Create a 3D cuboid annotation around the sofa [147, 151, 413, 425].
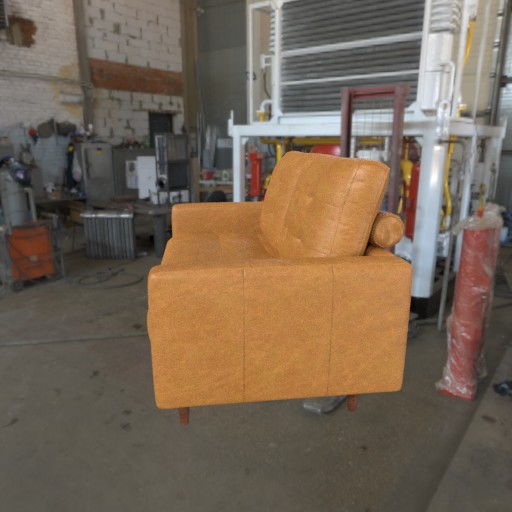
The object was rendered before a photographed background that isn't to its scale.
[{"bbox_3d":[0.000,0.000,2.002,0.868,0.898,1.430,-2,15,-7],"label":"sofa"}]
